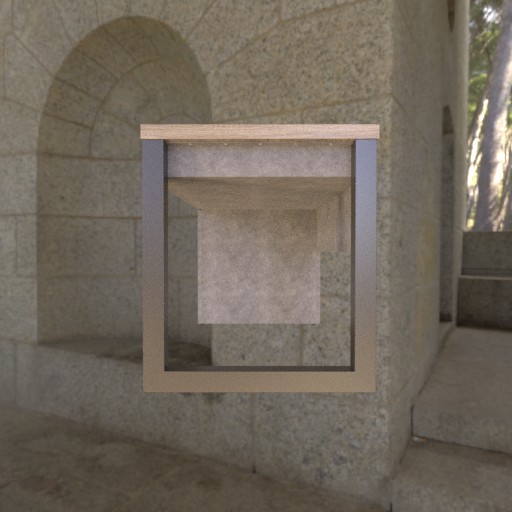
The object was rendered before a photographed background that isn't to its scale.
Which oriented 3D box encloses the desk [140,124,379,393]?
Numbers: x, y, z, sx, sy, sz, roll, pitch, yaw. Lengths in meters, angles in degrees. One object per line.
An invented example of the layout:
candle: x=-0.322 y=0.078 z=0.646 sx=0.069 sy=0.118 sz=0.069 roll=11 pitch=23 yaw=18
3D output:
desk: x=0.000 y=0.000 z=2.086 sx=0.690 sy=0.760 sz=1.700 roll=0 pitch=1 yaw=0
